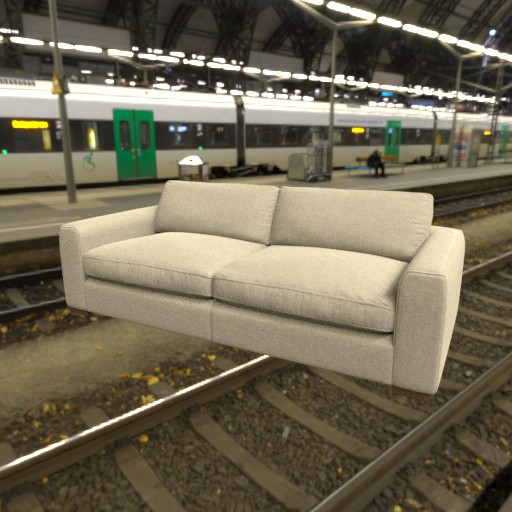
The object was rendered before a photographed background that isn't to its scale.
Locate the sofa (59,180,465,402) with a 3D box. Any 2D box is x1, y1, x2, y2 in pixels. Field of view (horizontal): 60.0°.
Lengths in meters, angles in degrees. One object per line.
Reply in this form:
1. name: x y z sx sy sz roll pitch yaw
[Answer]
1. sofa: 0.000 0.000 2.705 2.262 0.801 1.070 8 17 27
